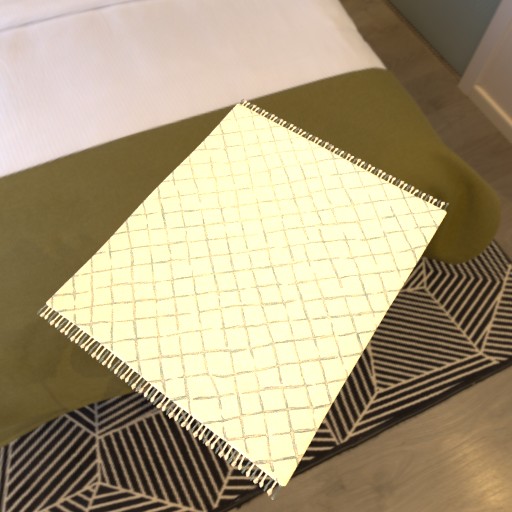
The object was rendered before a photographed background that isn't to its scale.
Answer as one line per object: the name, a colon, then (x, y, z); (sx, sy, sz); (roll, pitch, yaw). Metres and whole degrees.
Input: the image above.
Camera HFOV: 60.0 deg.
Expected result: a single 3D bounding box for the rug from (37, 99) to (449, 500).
rug: (0.000, 0.000, 4.722); (2.892, 0.036, 3.585); (32, 68, 15)
